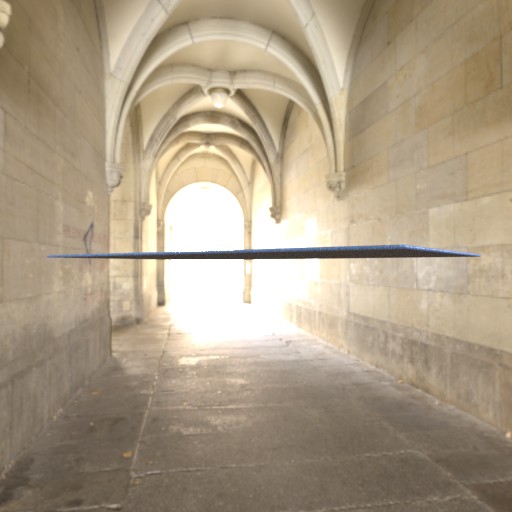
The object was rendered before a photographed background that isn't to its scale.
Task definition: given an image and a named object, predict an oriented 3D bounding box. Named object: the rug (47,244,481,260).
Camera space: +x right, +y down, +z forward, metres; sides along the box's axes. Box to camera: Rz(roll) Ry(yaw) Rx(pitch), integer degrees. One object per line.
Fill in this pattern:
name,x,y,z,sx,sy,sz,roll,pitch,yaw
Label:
rug,0.000,0.000,2.930,2.441,0.015,1.526,-1,-2,36
